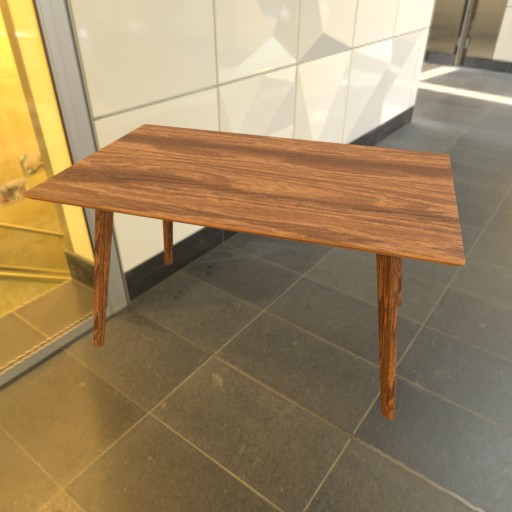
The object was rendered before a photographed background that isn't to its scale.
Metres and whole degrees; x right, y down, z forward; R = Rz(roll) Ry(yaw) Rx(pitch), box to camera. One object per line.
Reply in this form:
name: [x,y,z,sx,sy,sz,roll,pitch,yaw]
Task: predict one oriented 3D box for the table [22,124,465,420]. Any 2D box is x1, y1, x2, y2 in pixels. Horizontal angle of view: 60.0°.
table: [0.000,0.000,1.796,1.349,0.724,0.801,10,34,14]
